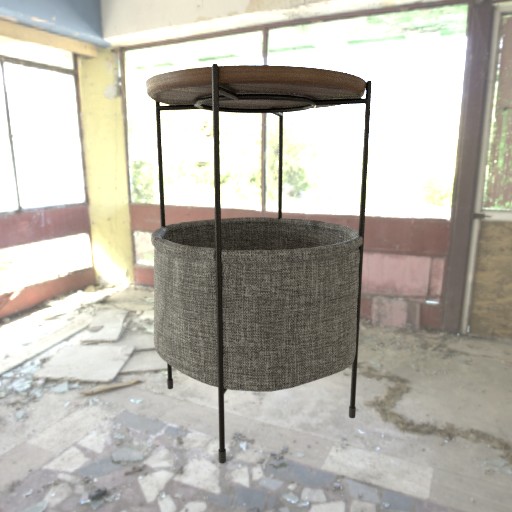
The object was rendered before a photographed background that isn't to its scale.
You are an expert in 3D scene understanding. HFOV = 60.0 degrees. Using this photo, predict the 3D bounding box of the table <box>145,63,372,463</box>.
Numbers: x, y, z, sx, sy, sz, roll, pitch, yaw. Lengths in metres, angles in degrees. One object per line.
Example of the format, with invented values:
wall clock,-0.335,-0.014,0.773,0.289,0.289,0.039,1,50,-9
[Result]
table,0.000,0.000,0.861,0.400,0.623,0.400,-7,14,-28
